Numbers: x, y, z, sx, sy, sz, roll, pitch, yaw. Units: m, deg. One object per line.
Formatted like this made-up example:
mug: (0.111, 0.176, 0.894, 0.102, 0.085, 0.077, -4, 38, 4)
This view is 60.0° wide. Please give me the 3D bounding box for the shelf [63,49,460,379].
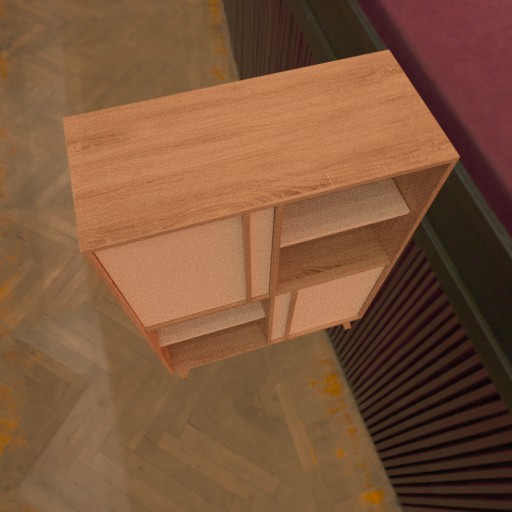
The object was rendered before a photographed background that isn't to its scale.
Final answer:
shelf: (0.000, 0.000, 1.825, 1.000, 1.390, 0.450, -15, 63, -8)
